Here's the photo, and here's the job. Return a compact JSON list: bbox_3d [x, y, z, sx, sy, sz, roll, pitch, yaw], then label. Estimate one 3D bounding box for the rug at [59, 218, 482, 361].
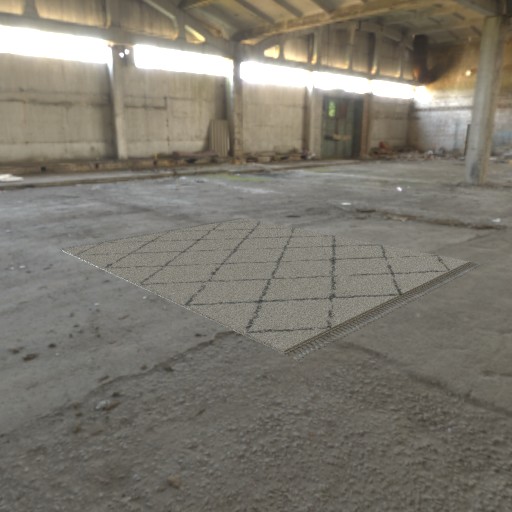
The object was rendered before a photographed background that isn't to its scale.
[{"bbox_3d":[0.000,0.000,4.006,2.380,0.013,3.051,-14,21,-42],"label":"rug"}]
